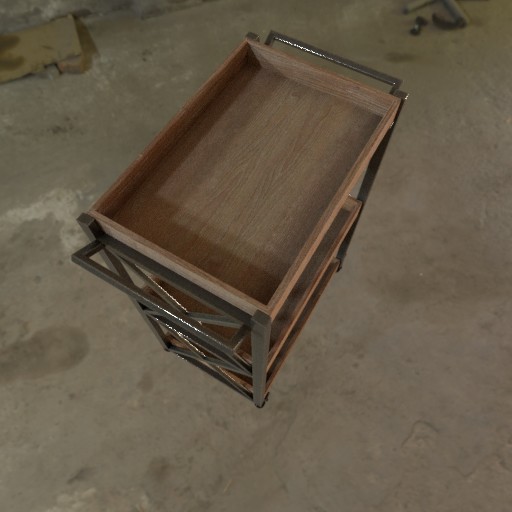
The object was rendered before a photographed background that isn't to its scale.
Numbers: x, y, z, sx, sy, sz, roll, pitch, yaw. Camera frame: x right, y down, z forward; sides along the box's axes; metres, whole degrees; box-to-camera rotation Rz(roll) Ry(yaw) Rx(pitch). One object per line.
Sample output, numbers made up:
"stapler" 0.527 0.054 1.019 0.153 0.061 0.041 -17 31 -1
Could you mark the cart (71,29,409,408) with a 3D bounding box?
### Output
"cart" 0.000 0.000 1.180 0.377 0.835 0.673 28 66 13
